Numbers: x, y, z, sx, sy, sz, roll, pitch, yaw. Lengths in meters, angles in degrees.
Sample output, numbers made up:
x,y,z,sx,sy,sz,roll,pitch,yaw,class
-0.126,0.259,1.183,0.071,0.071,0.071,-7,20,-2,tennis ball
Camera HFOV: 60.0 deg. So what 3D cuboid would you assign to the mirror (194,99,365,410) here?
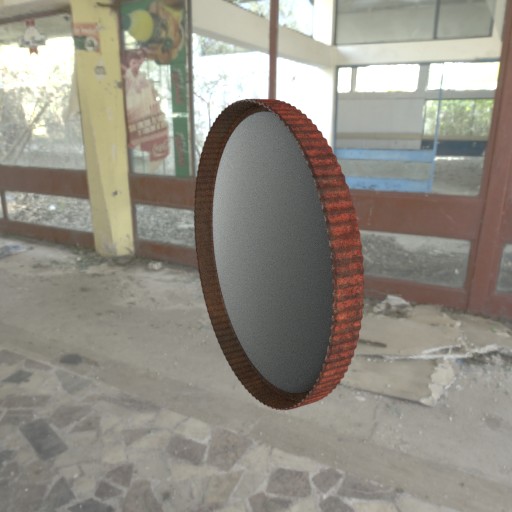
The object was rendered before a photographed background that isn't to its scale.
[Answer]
x,y,z,sx,sy,sz,roll,pitch,yaw,class
0.000,0.000,0.911,0.056,0.609,0.609,-8,18,-26,mirror
